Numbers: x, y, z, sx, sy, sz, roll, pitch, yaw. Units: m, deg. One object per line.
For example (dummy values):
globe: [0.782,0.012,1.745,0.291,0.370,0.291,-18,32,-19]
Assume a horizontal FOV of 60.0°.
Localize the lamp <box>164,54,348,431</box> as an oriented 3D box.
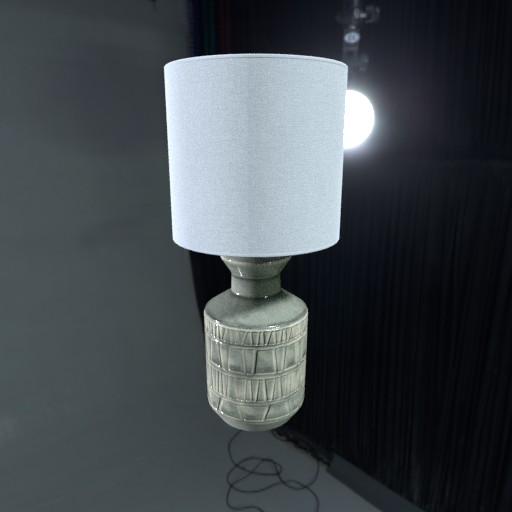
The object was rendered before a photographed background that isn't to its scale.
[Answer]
lamp: [0.000,0.000,0.580,0.211,0.455,0.211,-15,21,-43]
